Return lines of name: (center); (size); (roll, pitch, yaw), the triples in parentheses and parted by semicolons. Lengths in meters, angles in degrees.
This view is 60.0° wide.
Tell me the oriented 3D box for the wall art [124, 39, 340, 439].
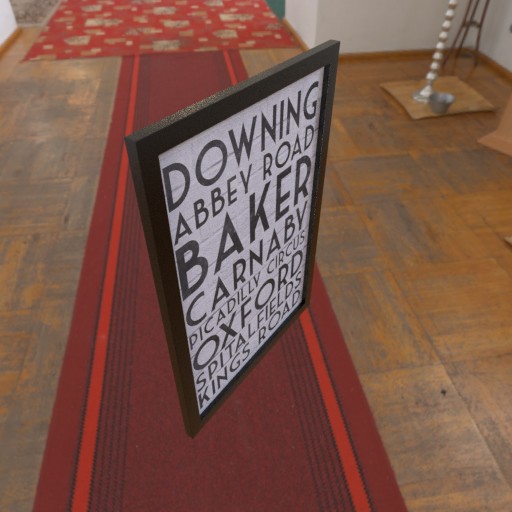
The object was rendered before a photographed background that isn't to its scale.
wall art: (0.000, 0.000, 0.549); (0.013, 0.432, 0.304); (26, 47, 27)
